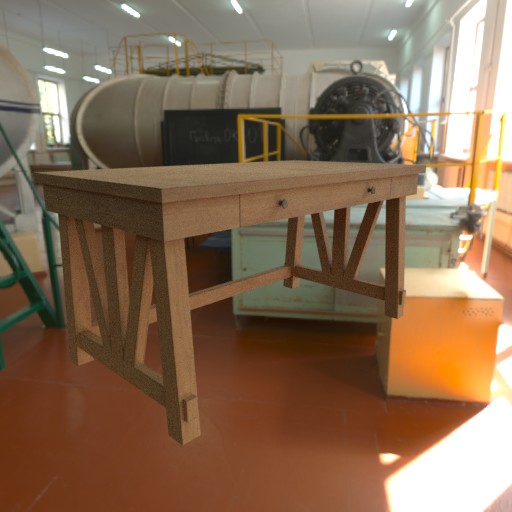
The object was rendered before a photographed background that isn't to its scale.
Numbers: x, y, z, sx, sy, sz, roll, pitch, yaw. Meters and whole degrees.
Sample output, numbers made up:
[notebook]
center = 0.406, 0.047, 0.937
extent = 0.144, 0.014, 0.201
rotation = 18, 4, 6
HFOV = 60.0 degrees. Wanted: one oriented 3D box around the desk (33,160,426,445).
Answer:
[desk]
center = 0.000, 0.000, 1.962
extent = 0.813, 0.762, 1.499
rotation = 14, 20, 42
